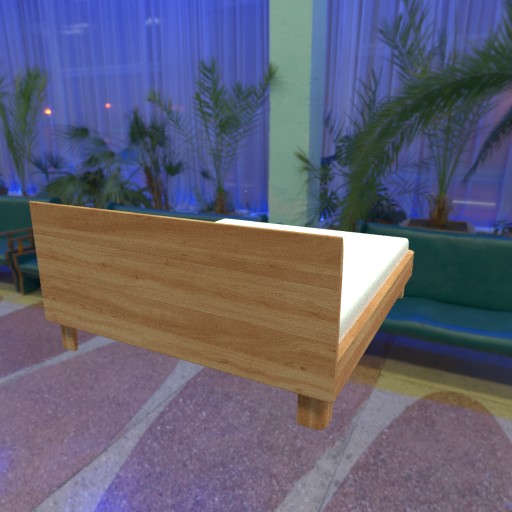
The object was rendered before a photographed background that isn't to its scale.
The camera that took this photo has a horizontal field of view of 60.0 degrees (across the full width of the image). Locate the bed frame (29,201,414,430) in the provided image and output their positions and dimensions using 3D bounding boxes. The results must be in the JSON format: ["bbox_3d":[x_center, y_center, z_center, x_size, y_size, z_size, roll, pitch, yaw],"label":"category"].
[{"bbox_3d":[0.000,0.000,3.166,1.872,0.940,2.092,8,18,27],"label":"bed frame"}]
